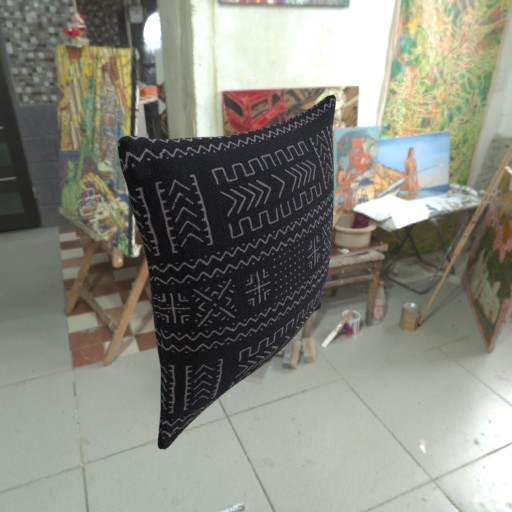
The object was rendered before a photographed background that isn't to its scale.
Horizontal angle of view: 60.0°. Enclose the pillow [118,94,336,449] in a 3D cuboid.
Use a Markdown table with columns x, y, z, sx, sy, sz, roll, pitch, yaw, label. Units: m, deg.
| x | y | z | sx | sy | sz | roll | pitch | yaw | label |
| --- | --- | --- | --- | --- | --- | --- | --- | --- | --- |
| 0.000 | 0.000 | 0.670 | 0.164 | 0.430 | 0.438 | 19 | 33 | 32 | pillow |
